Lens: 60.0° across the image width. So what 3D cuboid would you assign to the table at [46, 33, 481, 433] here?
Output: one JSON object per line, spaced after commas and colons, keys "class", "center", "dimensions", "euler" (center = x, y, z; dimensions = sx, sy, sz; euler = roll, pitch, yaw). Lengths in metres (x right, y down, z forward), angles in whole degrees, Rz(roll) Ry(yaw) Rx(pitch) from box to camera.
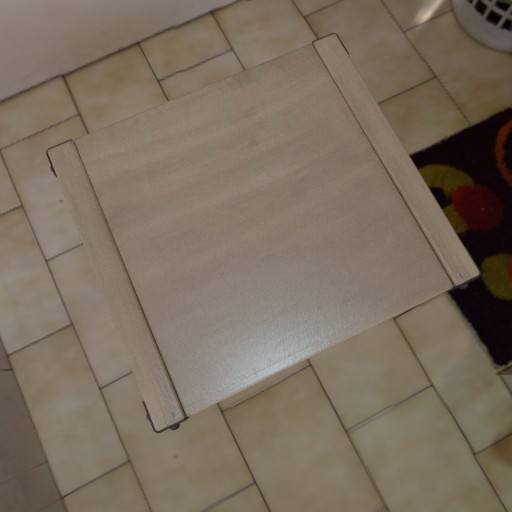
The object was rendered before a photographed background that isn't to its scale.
{"class": "table", "center": [0.000, 0.000, 0.916], "dimensions": [0.510, 0.561, 0.459], "euler": [-24, 77, -6]}
